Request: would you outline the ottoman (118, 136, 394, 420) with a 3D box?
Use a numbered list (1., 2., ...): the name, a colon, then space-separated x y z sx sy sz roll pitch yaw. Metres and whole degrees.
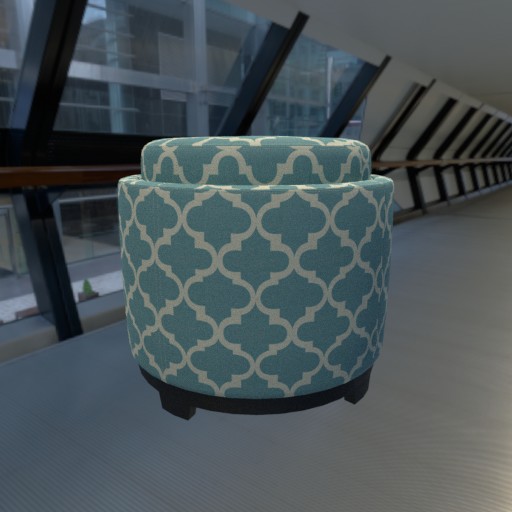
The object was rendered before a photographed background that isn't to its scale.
1. ottoman: 0.000 0.000 0.825 0.480 0.429 0.480 0 14 0
